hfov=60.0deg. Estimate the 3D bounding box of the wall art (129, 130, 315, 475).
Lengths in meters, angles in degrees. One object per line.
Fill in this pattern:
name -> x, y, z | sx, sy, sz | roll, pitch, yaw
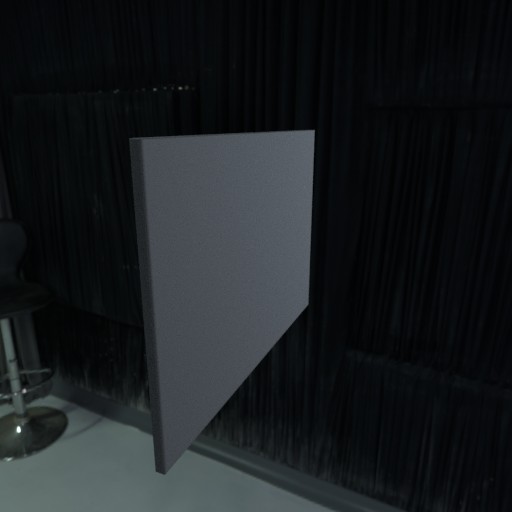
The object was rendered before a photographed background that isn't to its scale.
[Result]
wall art -> 0.000, 0.000, 1.230 | 0.049, 0.659, 0.964 | 8, 18, 24
